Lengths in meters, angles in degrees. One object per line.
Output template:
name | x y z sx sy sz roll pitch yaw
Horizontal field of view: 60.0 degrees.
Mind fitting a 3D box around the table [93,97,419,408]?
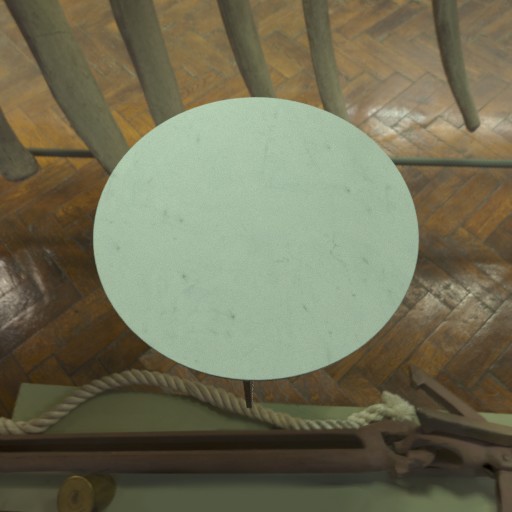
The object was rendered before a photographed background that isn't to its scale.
table | 0.000 0.000 1.302 0.800 0.450 0.800 0 64 0
